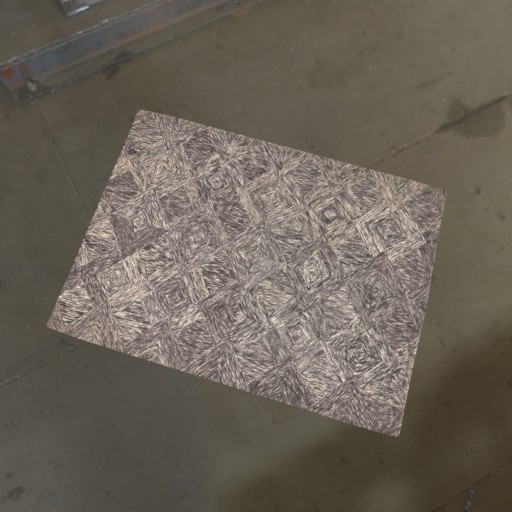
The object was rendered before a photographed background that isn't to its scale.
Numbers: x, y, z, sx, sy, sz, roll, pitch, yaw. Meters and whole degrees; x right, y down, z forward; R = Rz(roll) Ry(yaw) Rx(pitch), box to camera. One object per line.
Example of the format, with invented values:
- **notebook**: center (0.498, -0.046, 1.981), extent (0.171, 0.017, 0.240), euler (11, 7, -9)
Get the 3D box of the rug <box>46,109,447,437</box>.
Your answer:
- **rug**: center (0.000, 0.000, 5.255), extent (4.093, 0.020, 2.997), euler (16, 75, 5)
